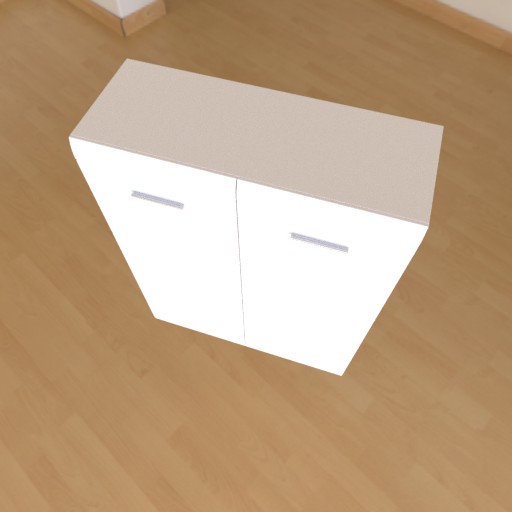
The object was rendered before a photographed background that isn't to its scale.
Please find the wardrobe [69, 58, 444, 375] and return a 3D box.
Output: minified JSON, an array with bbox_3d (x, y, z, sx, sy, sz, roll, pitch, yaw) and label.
[{"bbox_3d":[0.000,0.000,1.640,0.900,1.200,0.360,15,60,9],"label":"wardrobe"}]
